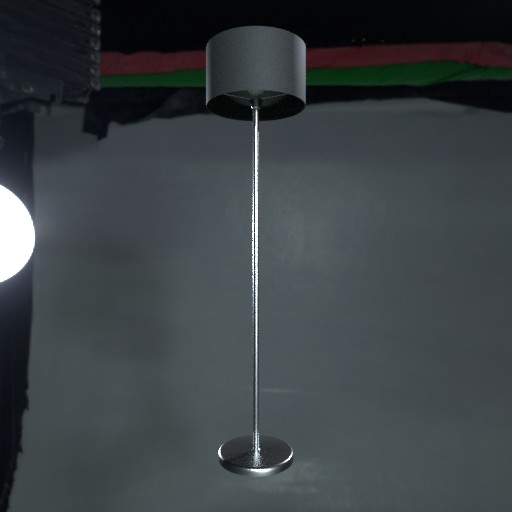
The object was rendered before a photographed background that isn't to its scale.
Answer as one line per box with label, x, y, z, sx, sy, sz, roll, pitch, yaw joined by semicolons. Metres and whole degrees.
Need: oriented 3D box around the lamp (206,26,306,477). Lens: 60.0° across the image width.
lamp;0.000;0.000;1.572;0.348;1.443;0.348;0;1;1
